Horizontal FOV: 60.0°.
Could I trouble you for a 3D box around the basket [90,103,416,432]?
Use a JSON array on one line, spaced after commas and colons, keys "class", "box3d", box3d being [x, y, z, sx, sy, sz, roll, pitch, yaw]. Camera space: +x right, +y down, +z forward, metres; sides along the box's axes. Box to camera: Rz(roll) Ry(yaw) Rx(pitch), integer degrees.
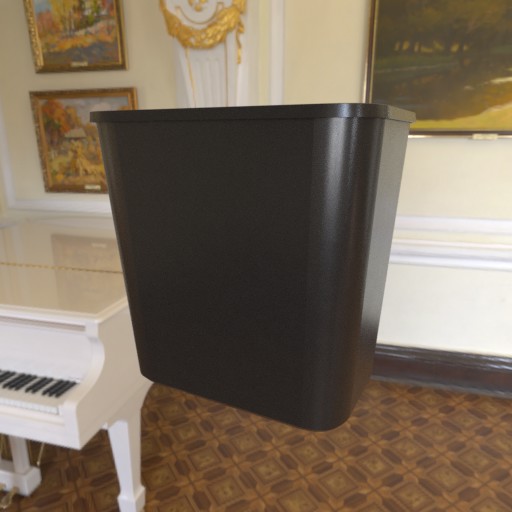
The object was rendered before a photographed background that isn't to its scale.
[{"class": "basket", "box3d": [0.000, 0.000, 0.500, 0.300, 0.307, 0.211, 8, 17, 26]}]
